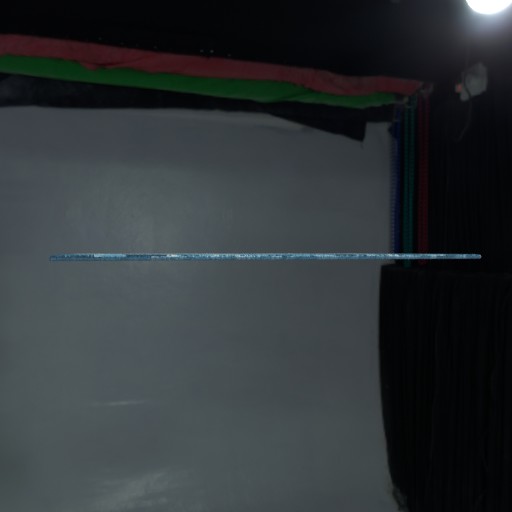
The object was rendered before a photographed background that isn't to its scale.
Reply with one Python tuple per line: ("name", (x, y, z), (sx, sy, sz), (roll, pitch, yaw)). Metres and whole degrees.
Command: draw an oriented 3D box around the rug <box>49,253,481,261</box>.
("rug", (0.000, 0.000, 3.071), (2.450, 0.027, 1.540), (0, 1, -18))
